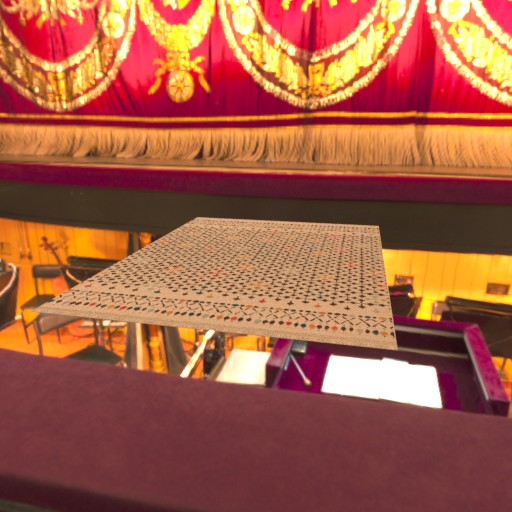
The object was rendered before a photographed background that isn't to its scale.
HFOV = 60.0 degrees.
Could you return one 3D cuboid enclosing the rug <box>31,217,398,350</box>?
[{"bbox_3d":[0.000,0.000,2.048,1.146,0.006,1.556,4,17,12],"label":"rug"}]
